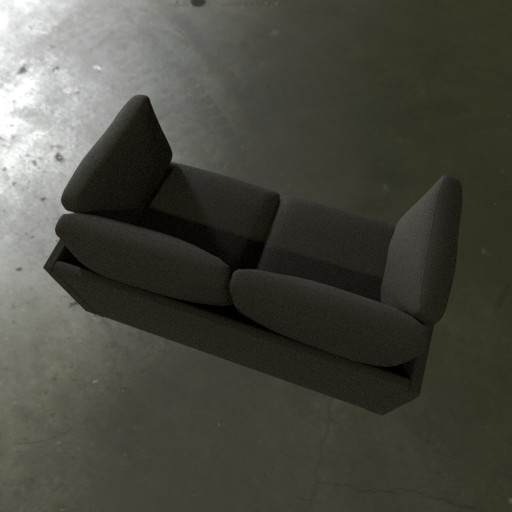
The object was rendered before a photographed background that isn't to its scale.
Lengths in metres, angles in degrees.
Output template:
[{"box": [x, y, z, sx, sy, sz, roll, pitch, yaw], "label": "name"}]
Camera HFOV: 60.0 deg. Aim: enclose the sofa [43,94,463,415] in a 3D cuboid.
[{"box": [0.000, 0.000, 2.273, 1.751, 0.920, 0.969, 17, 64, 9], "label": "sofa"}]
